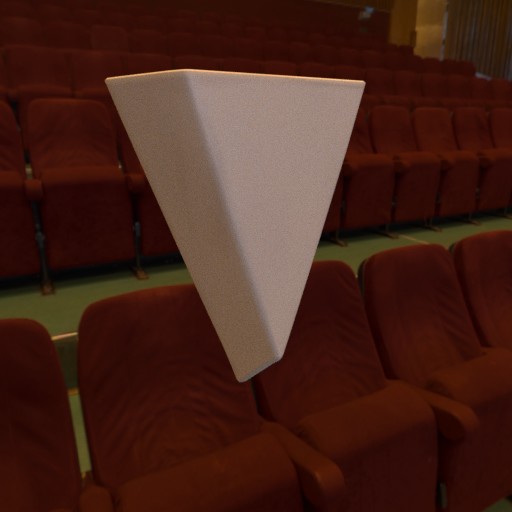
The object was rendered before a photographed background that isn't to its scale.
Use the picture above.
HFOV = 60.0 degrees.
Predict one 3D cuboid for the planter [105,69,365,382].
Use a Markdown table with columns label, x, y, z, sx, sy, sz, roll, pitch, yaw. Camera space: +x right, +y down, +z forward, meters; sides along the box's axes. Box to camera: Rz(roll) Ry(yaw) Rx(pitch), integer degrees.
| label | x | y | z | sx | sy | sz | roll | pitch | yaw |
| --- | --- | --- | --- | --- | --- | --- | --- | --- | --- |
| planter | 0.000 | 0.000 | 0.268 | 0.150 | 0.197 | 0.060 | -9 | 18 | -28 |
